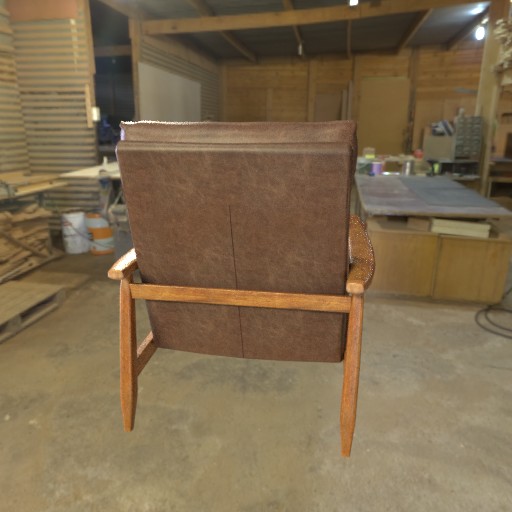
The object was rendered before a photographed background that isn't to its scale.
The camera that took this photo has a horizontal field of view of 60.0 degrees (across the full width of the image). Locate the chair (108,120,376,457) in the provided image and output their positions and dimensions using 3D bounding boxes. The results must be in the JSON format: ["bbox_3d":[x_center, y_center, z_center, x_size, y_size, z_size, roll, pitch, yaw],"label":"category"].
[{"bbox_3d":[0.000,0.000,1.538,0.782,0.897,0.830,3,17,9],"label":"chair"}]
